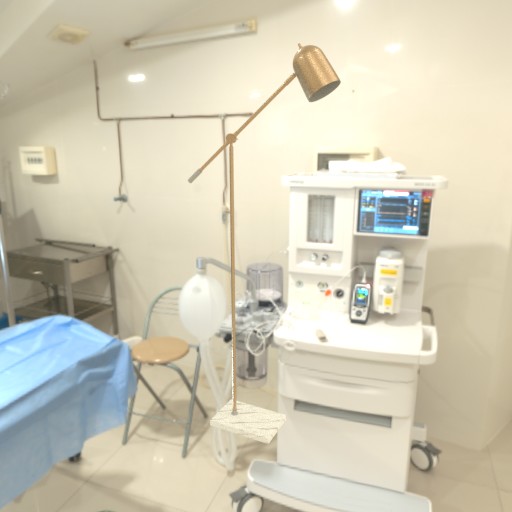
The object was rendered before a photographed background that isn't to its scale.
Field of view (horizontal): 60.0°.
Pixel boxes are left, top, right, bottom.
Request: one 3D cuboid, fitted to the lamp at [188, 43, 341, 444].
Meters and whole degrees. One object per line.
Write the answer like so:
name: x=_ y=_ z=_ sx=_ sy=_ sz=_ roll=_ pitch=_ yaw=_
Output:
lamp: x=0.000 y=0.000 z=1.839 sx=0.653 sy=1.594 sz=0.194 roll=7 pitch=15 yaw=26
